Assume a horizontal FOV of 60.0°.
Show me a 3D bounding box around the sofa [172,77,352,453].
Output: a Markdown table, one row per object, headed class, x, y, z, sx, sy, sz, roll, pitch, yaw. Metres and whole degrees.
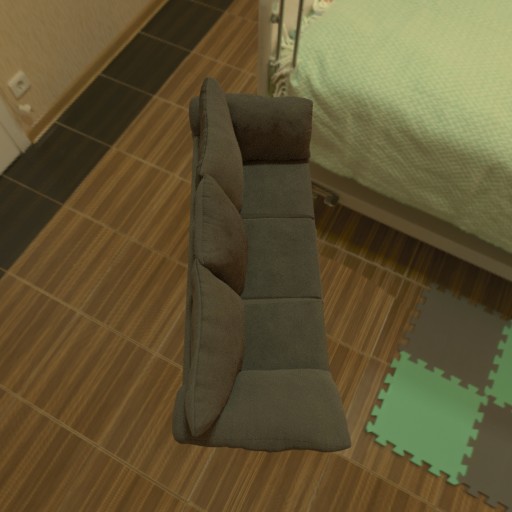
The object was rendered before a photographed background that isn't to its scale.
| class | x | y | z | sx | sy | sz | roll | pitch | yaw |
| --- | --- | --- | --- | --- | --- | --- | --- | --- | --- |
| sofa | 0.000 | 0.000 | 2.847 | 0.878 | 1.073 | 2.336 | -1 | 64 | -1 |
